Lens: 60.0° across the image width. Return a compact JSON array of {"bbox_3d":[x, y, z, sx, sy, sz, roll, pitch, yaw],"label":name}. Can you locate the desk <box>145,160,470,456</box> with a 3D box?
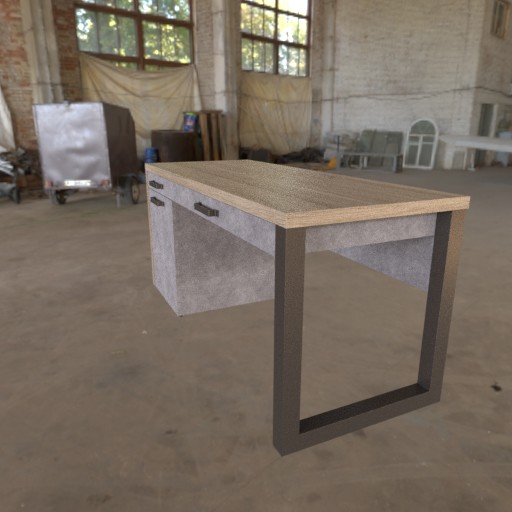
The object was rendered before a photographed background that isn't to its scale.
[{"bbox_3d":[0.000,0.000,2.101,0.690,0.760,1.700,-8,18,-24],"label":"desk"}]
